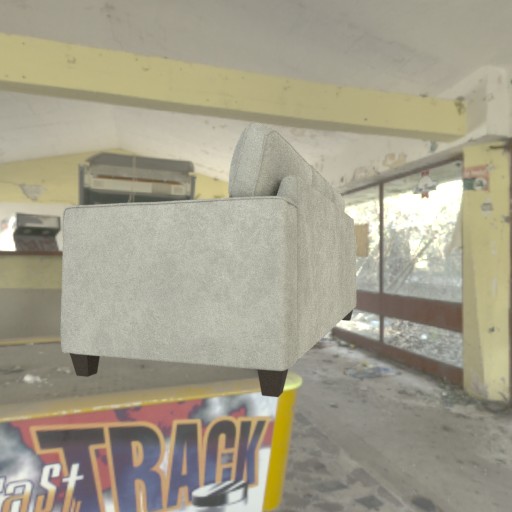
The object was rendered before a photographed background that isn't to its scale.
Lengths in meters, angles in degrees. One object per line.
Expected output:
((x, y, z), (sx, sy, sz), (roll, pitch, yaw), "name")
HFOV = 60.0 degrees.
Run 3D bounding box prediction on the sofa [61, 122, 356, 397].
((0.000, 0.000, 2.580), (0.939, 0.965, 2.133), (0, -1, 19), "sofa")
